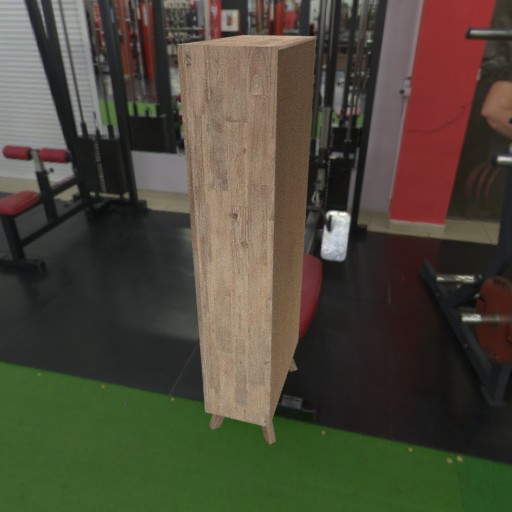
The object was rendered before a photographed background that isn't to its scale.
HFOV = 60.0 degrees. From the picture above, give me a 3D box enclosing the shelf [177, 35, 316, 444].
[{"bbox_3d":[0.000,0.000,1.529,0.267,1.342,0.491,8,30,14],"label":"shelf"}]
